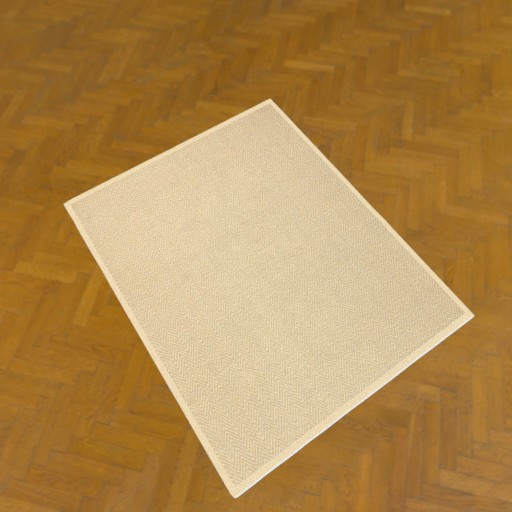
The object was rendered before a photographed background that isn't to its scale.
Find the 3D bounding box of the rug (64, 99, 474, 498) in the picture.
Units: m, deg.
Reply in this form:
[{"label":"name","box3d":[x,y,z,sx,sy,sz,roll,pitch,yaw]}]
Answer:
[{"label":"rug","box3d":[0.000,0.000,3.988,2.423,0.019,3.009,-31,68,-14]}]
